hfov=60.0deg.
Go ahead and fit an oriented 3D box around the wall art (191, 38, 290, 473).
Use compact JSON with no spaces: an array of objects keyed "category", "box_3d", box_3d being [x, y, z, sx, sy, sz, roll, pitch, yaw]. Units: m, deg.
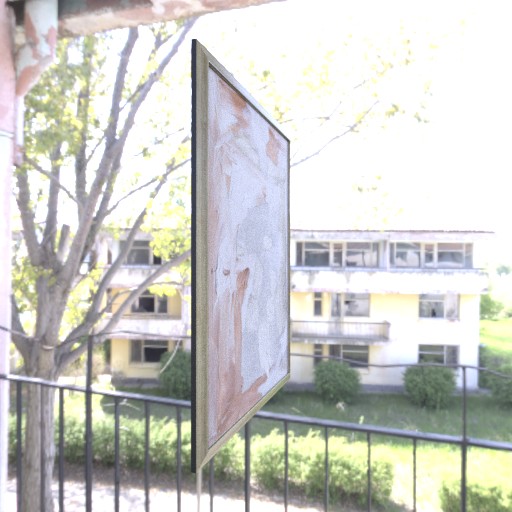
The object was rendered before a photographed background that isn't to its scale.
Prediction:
[{"category":"wall art","box_3d":[0.000,0.000,0.936,0.018,0.660,0.559,0,0,19]}]
